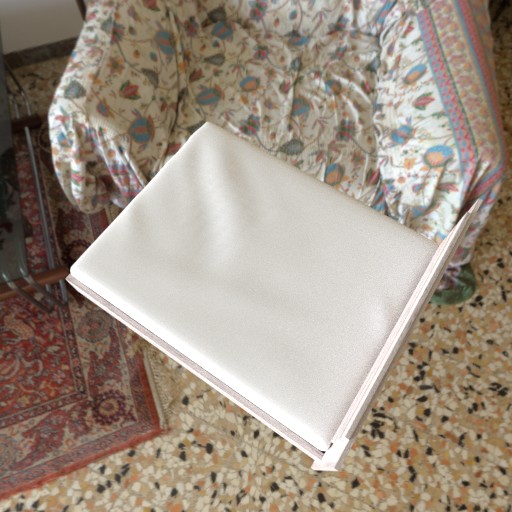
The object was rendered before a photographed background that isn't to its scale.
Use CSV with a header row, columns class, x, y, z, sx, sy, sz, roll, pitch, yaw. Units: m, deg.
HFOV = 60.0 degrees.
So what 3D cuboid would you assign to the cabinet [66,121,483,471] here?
class,x,y,z,sx,sy,sz,roll,pitch,yaw
cabinet,0.000,0.000,2.998,2.080,0.970,1.750,31,68,14
